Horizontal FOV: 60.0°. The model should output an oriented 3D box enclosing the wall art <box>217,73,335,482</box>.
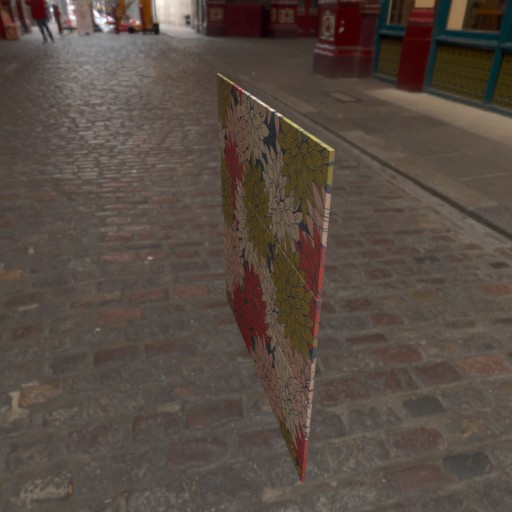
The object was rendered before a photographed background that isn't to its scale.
[{"bbox_3d":[0.000,0.000,1.794,0.013,1.218,1.206,-8,31,-14],"label":"wall art"}]
